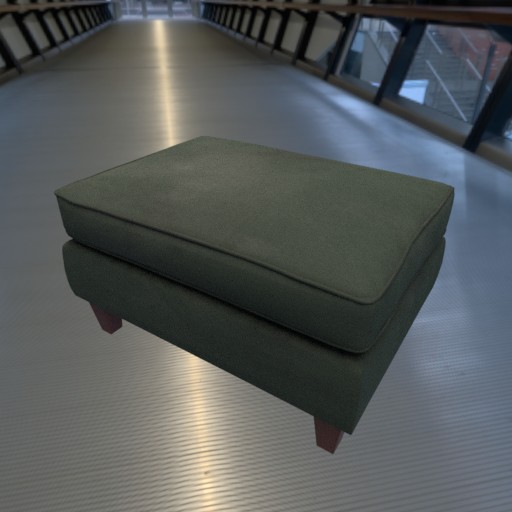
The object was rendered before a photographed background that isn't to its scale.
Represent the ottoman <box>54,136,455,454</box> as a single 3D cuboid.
[{"bbox_3d":[0.000,0.000,1.224,0.864,0.495,0.632,19,36,28],"label":"ottoman"}]
